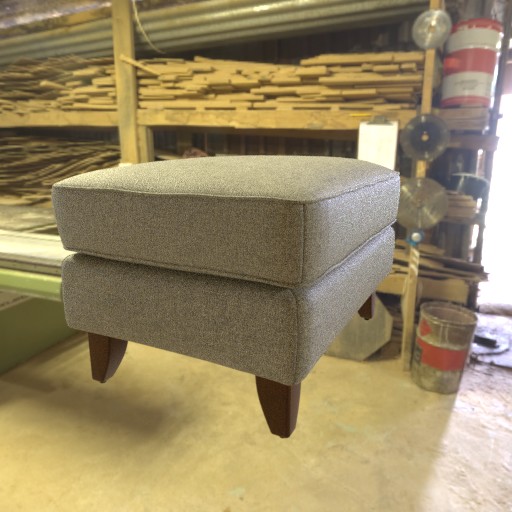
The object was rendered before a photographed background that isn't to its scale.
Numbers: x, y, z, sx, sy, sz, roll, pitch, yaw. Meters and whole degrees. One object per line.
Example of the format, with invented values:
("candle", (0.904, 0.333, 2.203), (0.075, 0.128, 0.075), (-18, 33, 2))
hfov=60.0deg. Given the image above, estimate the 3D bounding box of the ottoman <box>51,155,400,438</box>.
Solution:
("ottoman", (0.000, 0.000, 1.282), (0.661, 0.561, 0.889), (7, 16, 26))
